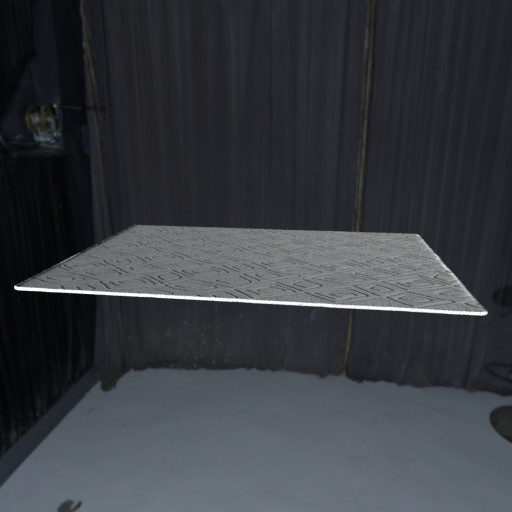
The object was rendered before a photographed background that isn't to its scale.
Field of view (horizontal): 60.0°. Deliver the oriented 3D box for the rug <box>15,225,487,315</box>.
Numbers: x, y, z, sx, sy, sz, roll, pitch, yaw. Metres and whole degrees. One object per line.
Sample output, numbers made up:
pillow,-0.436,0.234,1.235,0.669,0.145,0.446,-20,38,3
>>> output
rug,0.000,0.000,2.262,1.832,0.016,1.224,2,16,8
